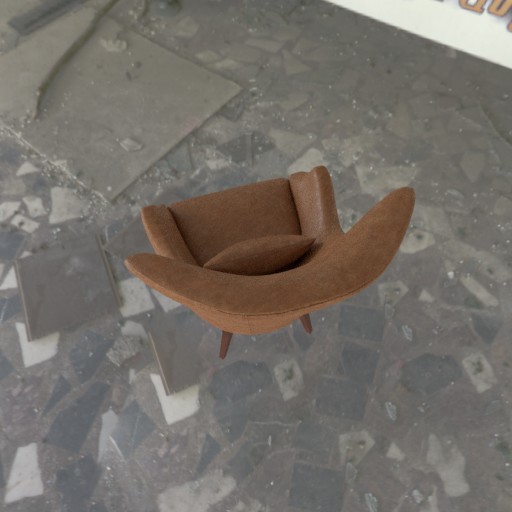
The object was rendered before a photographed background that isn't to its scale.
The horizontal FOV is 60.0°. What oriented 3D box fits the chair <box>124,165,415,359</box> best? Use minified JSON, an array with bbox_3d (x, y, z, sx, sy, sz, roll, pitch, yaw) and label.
[{"bbox_3d":[0.000,0.000,1.737,0.846,1.067,0.955,-15,60,-9],"label":"chair"}]
